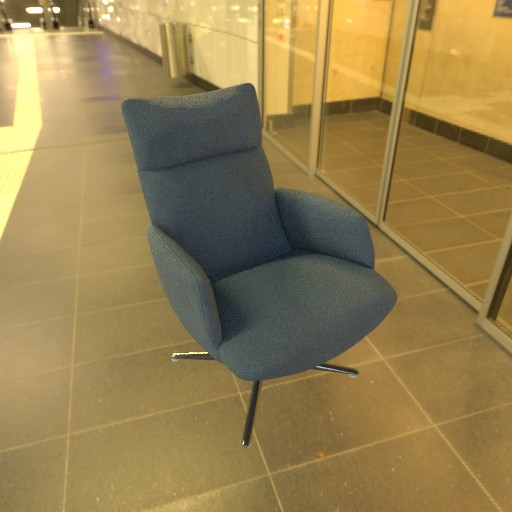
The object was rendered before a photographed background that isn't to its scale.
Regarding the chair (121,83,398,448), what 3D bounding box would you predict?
[{"bbox_3d":[0.000,0.000,1.581,0.711,1.016,0.889,-21,37,-31],"label":"chair"}]
